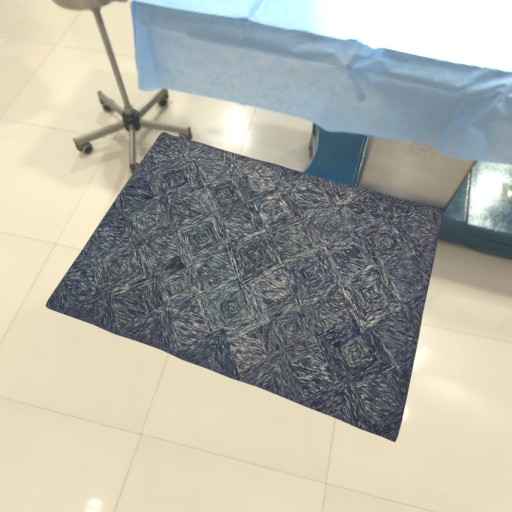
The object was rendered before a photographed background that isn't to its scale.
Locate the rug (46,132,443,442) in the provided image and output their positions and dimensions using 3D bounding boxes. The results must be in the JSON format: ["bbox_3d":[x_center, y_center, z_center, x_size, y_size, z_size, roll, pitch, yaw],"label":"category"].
[{"bbox_3d":[0.000,0.000,4.293,3.245,0.024,2.385,18,61,10],"label":"rug"}]
